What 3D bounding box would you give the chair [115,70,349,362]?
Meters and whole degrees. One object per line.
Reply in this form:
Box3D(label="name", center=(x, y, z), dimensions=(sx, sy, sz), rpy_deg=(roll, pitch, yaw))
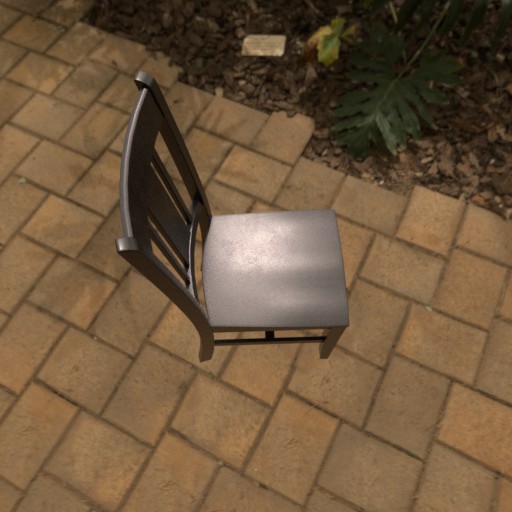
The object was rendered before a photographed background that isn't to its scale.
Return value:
Box3D(label="chair", center=(0.000, 0.000, 1.335), dimensions=(0.555, 0.998, 0.450), rpy_deg=(-2, 64, -1))
